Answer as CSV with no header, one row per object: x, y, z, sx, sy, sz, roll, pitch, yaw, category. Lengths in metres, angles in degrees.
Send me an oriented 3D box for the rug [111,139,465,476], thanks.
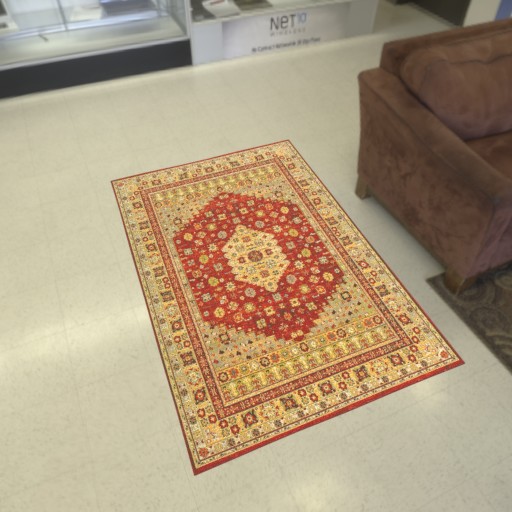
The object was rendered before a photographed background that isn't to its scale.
0.000,0.000,2.291,1.194,0.013,1.802,-16,50,-14,rug
